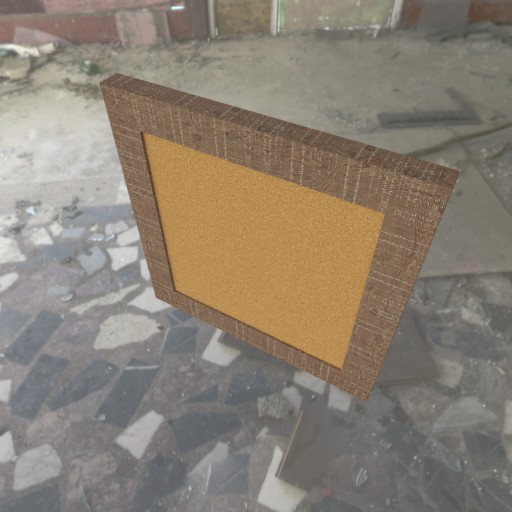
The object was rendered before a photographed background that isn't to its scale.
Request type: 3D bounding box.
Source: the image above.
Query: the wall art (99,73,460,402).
[{"bbox_3d":[0.000,0.000,0.793,0.531,0.531,0.040,22,50,20],"label":"wall art"}]
